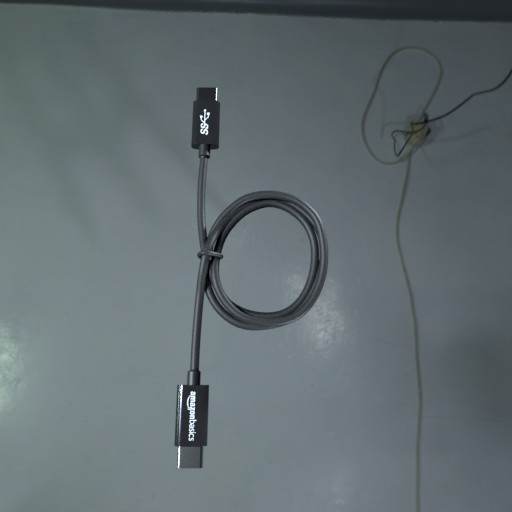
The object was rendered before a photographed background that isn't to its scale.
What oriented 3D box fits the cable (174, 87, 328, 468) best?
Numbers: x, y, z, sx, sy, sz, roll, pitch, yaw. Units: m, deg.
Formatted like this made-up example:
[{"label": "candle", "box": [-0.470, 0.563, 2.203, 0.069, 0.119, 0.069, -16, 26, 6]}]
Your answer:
[{"label": "cable", "box": [0.000, 0.000, 0.210, 0.070, 0.014, 0.186, 0, 75, 0]}]
